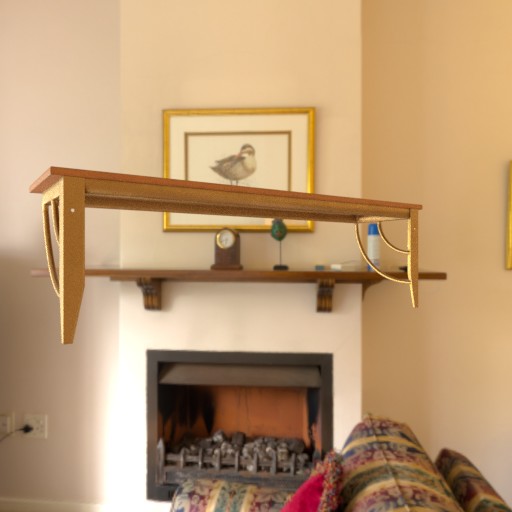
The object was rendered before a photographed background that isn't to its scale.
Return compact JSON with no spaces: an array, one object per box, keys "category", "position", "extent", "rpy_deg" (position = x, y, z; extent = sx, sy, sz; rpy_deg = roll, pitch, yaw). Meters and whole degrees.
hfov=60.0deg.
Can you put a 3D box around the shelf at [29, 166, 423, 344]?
[{"category":"shelf","position":[0.000,0.000,0.715],"extent":[0.636,0.190,0.166],"rpy_deg":[0,0,-34]}]
